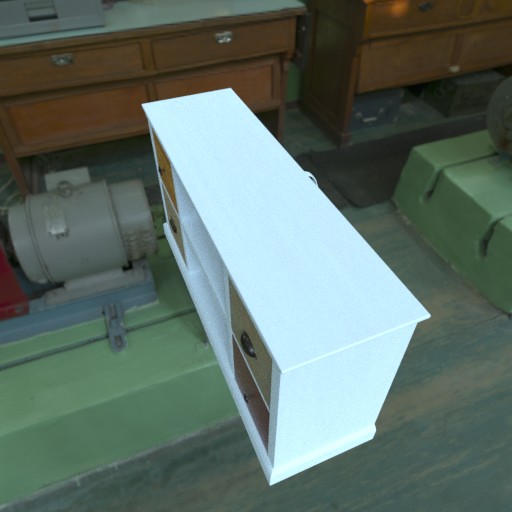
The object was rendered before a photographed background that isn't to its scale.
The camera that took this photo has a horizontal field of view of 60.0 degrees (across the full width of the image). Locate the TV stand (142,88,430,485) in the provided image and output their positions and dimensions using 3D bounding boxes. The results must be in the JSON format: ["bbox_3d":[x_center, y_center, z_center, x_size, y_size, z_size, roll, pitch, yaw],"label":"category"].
[{"bbox_3d":[0.000,0.000,1.494,0.424,0.624,1.187,-17,47,-16],"label":"TV stand"}]
